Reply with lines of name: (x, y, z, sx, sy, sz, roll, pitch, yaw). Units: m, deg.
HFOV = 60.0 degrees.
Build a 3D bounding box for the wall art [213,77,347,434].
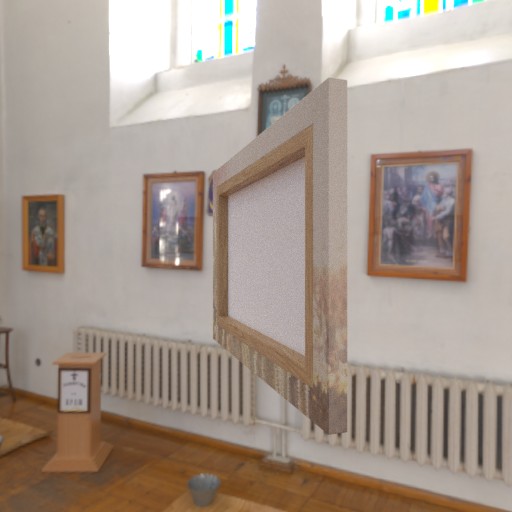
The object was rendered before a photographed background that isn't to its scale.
wall art: (0.000, 0.000, 1.194, 0.040, 0.608, 0.916, 0, 0, -18)
